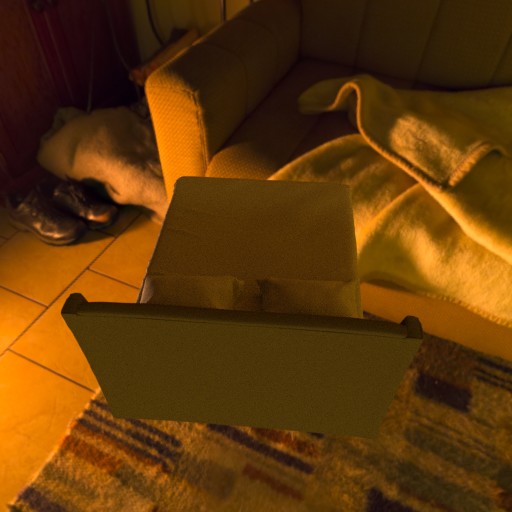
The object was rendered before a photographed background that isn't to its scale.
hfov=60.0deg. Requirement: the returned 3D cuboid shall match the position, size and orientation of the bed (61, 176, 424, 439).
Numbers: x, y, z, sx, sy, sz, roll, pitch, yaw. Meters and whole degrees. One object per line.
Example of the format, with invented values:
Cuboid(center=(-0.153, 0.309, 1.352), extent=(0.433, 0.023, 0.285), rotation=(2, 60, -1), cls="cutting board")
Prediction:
Cuboid(center=(0.000, 0.000, 3.524), extent=(1.925, 1.332, 2.276), rotation=(4, 46, 3), cls="bed")
